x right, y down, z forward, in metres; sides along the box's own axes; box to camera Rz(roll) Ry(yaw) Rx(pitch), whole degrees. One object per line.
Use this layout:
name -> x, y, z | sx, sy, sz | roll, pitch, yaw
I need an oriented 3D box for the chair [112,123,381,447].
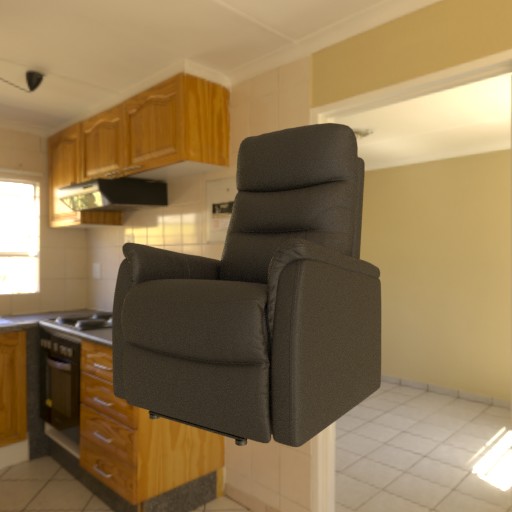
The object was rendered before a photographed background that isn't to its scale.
chair -> 0.000, 0.000, 1.671 | 0.775, 1.082, 0.831 | 0, 0, 35
